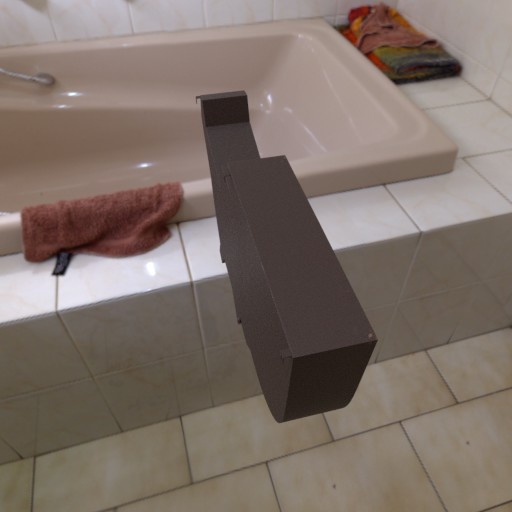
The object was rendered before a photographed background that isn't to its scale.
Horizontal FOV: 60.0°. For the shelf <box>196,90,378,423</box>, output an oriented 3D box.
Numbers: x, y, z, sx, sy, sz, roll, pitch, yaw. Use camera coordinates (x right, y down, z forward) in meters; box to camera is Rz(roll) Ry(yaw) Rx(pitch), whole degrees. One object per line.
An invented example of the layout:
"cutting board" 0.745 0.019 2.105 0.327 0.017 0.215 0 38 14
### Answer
"shelf" 0.000 0.000 0.902 0.112 0.439 0.729 -10 47 -9
